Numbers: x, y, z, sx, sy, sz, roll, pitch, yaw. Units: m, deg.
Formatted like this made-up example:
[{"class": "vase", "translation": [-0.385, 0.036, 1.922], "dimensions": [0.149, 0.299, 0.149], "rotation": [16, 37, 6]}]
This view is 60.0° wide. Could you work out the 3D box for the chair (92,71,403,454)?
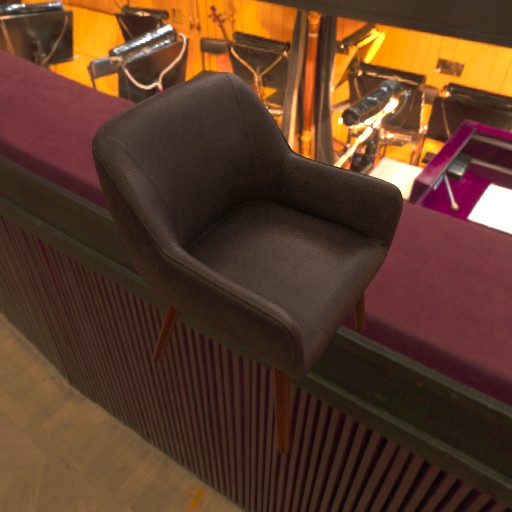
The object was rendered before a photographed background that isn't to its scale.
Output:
[{"class": "chair", "translation": [0.000, 0.000, 1.271], "dimensions": [0.610, 0.828, 0.610], "rotation": [25, 48, 25]}]
